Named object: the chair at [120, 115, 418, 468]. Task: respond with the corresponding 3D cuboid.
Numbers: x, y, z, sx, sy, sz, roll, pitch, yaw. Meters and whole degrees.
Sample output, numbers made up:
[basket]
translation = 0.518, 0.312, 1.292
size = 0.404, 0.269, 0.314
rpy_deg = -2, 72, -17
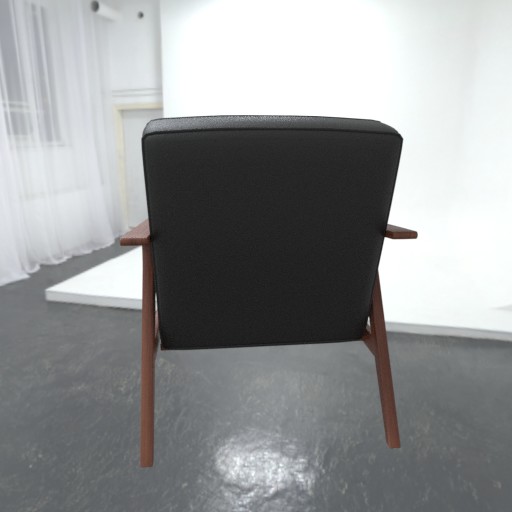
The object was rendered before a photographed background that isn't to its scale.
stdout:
[chair]
translation = 0.000, 0.000, 1.474
size = 0.719, 0.861, 0.889
rpy_deg = -2, 14, -6
